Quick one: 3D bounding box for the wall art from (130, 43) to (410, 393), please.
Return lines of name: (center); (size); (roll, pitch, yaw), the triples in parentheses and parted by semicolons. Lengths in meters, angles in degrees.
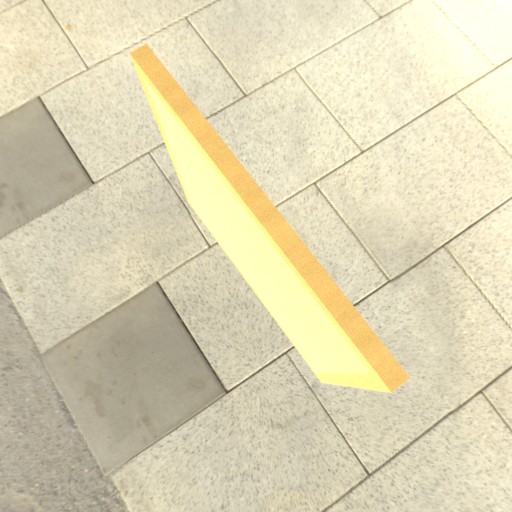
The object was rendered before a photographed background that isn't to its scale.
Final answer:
wall art: (0.000, 0.000, 2.877); (0.097, 1.936, 1.935); (-35, 78, -9)
